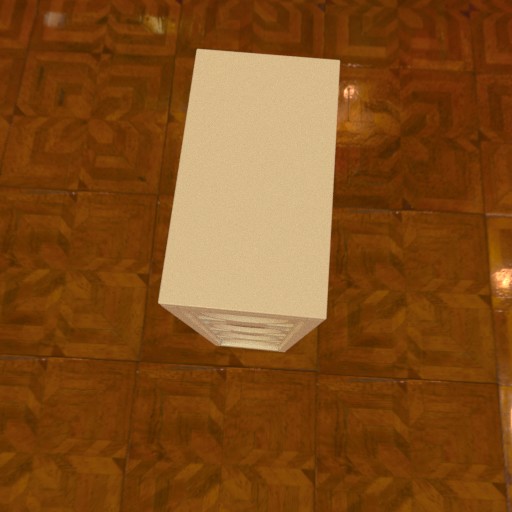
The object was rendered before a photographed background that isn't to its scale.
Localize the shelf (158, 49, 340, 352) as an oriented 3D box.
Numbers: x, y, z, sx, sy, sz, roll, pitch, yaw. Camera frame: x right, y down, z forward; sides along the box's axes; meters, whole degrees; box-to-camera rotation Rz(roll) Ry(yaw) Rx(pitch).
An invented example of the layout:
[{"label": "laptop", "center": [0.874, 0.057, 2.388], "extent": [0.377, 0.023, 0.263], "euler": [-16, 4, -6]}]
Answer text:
[{"label": "shelf", "center": [0.000, 0.000, 1.648], "extent": [0.340, 1.411, 0.611], "euler": [5, 75, 1]}]
